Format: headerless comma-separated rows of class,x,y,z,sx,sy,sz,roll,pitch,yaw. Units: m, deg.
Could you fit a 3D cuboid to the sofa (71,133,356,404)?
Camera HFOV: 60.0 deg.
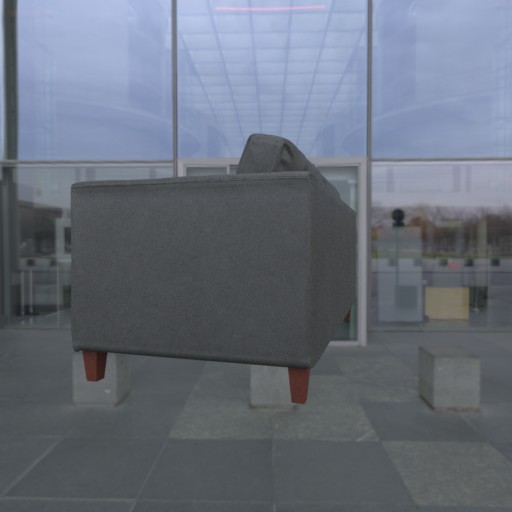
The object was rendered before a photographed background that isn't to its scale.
sofa,0.000,0.000,2.417,0.951,0.933,1.883,0,2,17
